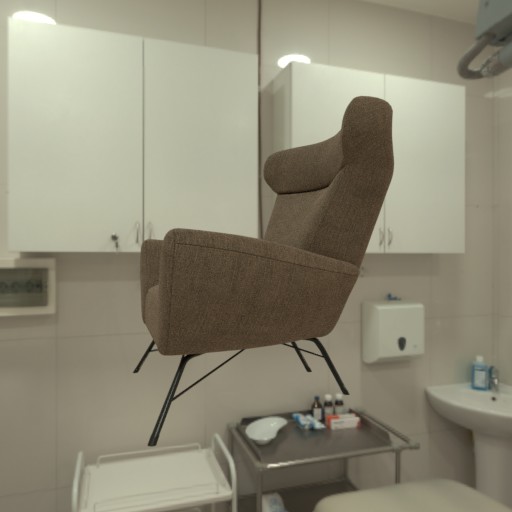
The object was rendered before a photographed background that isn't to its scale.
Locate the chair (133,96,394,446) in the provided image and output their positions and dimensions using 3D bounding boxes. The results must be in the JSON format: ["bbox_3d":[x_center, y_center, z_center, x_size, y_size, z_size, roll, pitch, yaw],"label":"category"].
[{"bbox_3d":[0.000,0.000,1.747,0.900,1.040,0.980,0,0,-18],"label":"chair"}]
